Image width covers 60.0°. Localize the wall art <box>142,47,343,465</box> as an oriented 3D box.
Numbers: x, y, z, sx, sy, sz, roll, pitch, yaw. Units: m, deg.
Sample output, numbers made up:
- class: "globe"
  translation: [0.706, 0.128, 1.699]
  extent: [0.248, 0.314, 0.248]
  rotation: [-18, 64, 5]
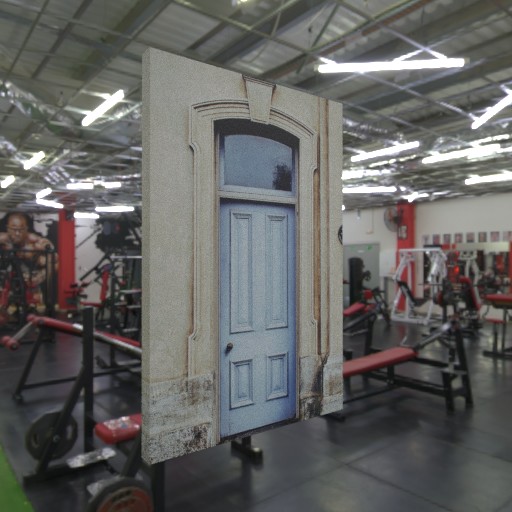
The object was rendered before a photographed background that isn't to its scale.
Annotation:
- class: "wall art"
  translation: [0.000, 0.000, 0.975]
  extent: [0.508, 0.764, 0.038]
  rotation: [0, 0, -36]
